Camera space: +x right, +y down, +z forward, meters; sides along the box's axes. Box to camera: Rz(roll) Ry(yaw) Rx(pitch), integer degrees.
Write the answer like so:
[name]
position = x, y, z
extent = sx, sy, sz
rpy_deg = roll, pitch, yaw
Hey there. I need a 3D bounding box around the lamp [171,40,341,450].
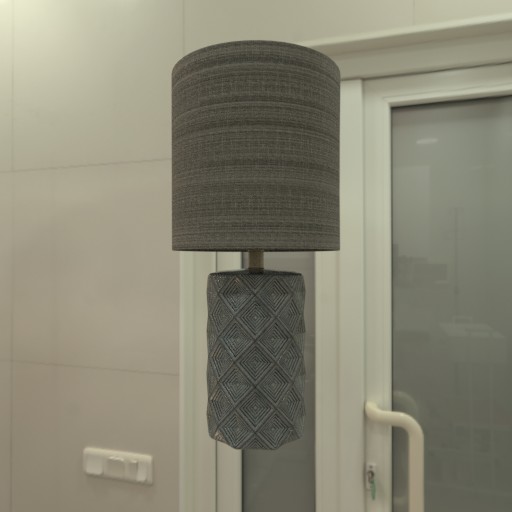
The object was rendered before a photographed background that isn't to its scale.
[lamp]
position = 0.000, 0.000, 0.715
extent = 0.269, 0.566, 0.268
rpy_deg = 0, 0, 17
